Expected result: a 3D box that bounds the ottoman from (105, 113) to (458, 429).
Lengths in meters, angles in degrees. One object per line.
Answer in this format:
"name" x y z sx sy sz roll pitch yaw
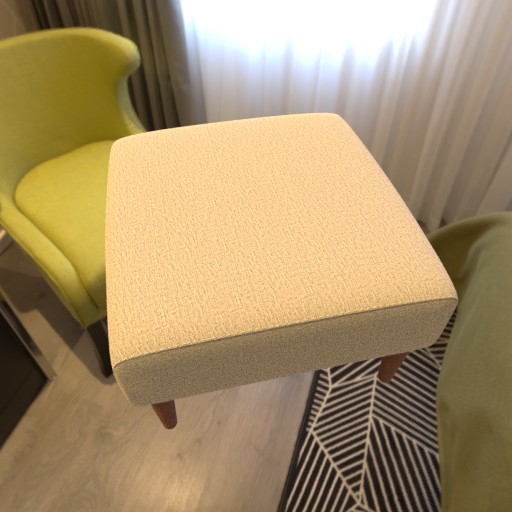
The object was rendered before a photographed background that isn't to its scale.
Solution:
"ottoman" 0.000 0.000 1.071 0.649 0.398 0.650 -9 48 -8
